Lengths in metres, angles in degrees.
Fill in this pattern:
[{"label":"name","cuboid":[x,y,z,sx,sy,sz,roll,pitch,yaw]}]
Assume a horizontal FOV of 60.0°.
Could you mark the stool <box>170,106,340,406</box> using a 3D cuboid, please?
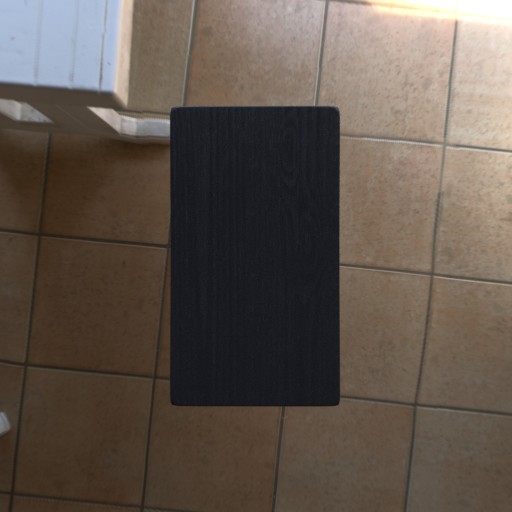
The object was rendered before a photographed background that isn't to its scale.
[{"label":"stool","cuboid":[0.000,0.000,0.966,0.322,0.742,0.406,0,90,0]}]
